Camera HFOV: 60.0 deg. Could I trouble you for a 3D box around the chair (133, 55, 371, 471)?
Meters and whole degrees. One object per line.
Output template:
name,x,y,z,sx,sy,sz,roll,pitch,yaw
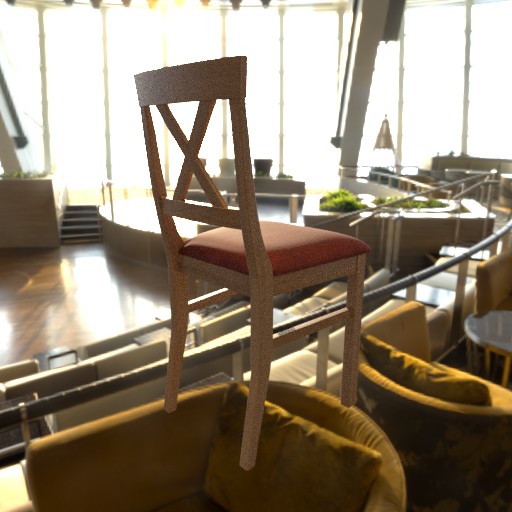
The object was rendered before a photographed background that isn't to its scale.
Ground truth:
chair,0.000,0.000,1.200,0.439,0.912,0.492,14,21,43
